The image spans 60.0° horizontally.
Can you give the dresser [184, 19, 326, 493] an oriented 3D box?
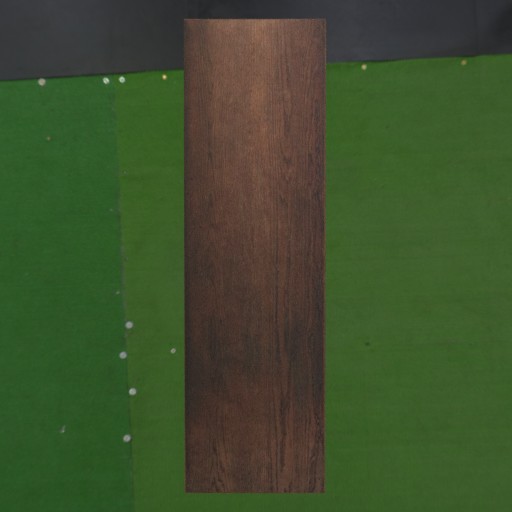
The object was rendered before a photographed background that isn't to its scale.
[{"bbox_3d":[0.000,0.000,1.869,0.463,0.856,1.551,0,91,1],"label":"dresser"}]
